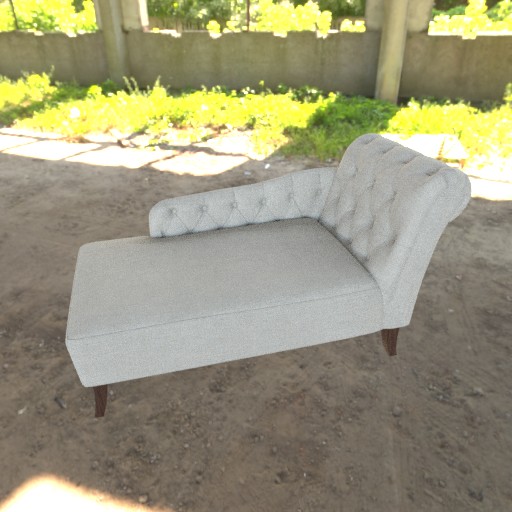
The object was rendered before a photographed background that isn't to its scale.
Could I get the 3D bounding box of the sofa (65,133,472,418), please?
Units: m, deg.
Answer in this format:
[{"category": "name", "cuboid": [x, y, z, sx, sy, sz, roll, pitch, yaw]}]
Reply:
[{"category": "sofa", "cuboid": [0.000, 0.000, 1.759, 1.379, 0.787, 0.675, -8, 29, -14]}]
